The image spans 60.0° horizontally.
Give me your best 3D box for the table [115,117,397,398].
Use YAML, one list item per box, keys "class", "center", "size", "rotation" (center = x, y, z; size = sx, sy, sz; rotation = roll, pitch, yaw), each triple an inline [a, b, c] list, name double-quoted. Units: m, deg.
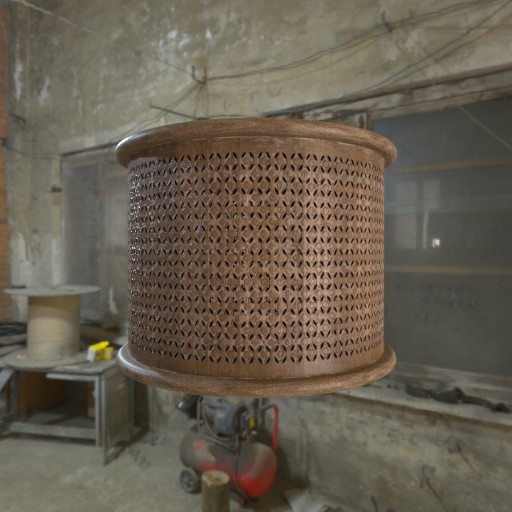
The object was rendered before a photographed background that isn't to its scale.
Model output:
- class: "table"
  center: [0.000, 0.000, 1.004]
  size: [0.607, 0.450, 0.607]
  rotation: [0, 1, 0]
